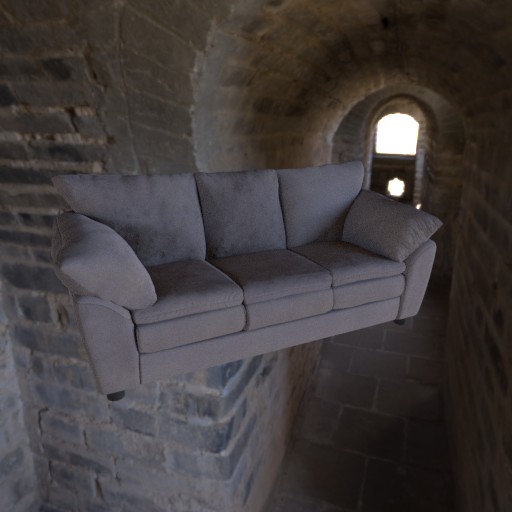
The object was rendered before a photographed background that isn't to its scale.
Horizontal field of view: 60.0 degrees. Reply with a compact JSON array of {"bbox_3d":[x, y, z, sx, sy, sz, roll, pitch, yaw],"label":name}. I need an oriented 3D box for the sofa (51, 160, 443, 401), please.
[{"bbox_3d":[0.000,0.000,2.795,2.336,1.073,0.878,-8,18,-26],"label":"sofa"}]
